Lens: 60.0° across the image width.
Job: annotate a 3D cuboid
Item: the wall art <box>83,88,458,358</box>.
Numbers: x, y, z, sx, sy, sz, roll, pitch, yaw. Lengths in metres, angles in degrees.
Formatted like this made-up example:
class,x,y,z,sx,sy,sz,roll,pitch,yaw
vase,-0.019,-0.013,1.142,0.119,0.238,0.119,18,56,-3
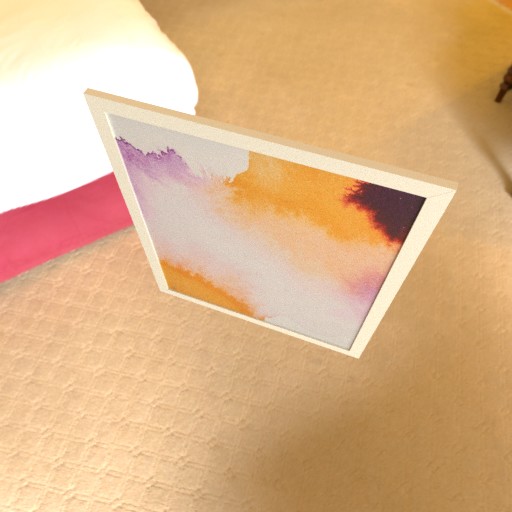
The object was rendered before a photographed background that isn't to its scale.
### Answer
class,x,y,z,sx,sy,sz,roll,pitch,yaw
wall art,0.000,0.000,0.777,0.482,0.557,0.012,17,59,11
